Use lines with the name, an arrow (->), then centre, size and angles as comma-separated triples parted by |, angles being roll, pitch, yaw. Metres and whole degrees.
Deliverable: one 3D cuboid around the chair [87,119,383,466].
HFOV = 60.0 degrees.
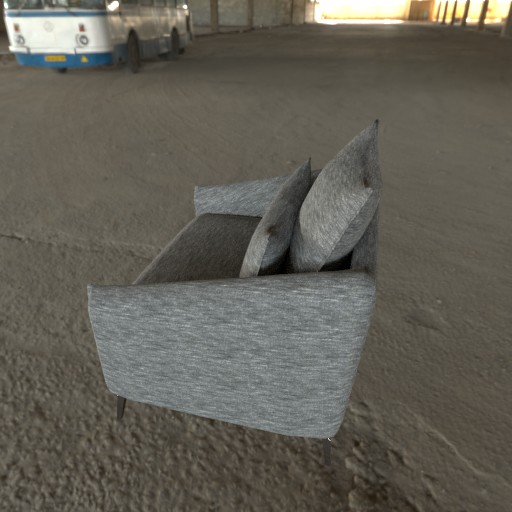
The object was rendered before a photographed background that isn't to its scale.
chair -> 0.000, 0.000, 1.584 | 0.805, 0.842, 1.004 | 7, 30, 13
